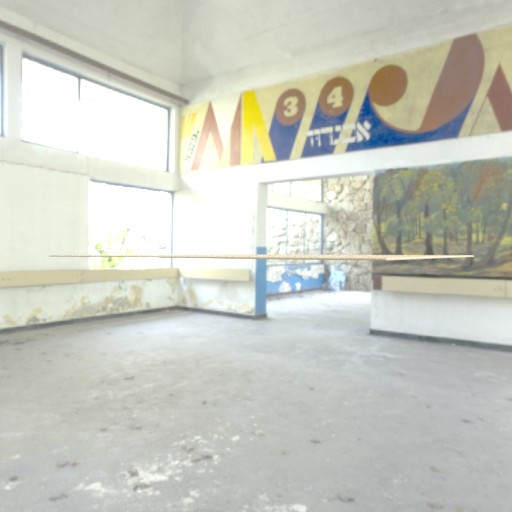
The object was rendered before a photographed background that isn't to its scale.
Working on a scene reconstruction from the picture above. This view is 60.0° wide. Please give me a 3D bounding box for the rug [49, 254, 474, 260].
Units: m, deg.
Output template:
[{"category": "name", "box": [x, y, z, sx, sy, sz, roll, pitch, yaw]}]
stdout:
[{"category": "rug", "box": [0.000, 0.000, 2.286, 1.828, 0.007, 1.220, 0, 1, 37]}]
